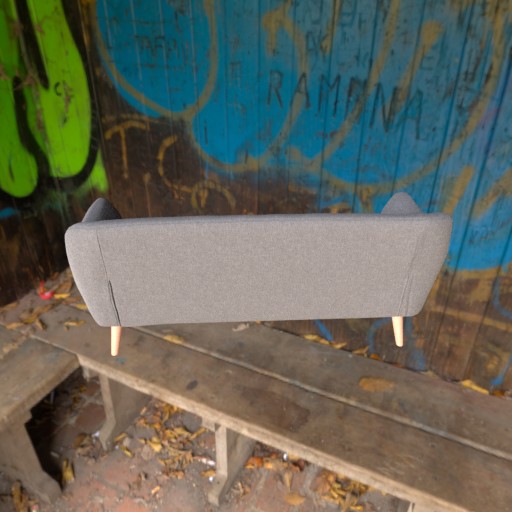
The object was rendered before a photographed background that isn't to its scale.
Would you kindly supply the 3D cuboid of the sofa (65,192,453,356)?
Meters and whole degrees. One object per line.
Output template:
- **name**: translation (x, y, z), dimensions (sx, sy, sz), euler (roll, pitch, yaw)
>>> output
- **sofa**: translation (0.000, 0.000, 2.353), dimensions (1.840, 0.820, 0.820), euler (-1, 30, -2)
